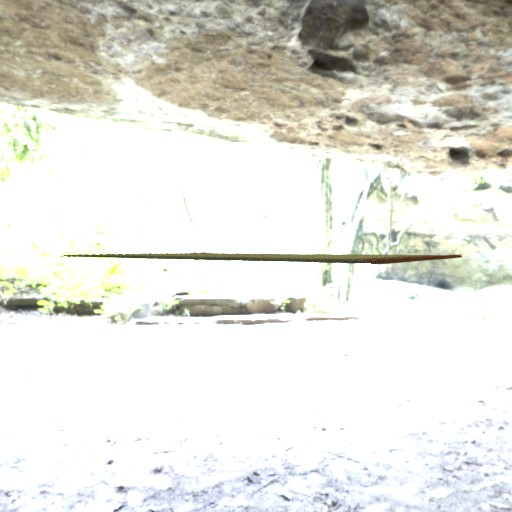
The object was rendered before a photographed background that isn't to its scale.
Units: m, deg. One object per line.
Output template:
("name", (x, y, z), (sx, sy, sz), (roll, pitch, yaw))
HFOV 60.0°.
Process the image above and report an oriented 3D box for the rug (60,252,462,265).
("rug", (0.000, 0.000, 2.388), (1.838, 0.019, 1.220), (1, 1, 36))
